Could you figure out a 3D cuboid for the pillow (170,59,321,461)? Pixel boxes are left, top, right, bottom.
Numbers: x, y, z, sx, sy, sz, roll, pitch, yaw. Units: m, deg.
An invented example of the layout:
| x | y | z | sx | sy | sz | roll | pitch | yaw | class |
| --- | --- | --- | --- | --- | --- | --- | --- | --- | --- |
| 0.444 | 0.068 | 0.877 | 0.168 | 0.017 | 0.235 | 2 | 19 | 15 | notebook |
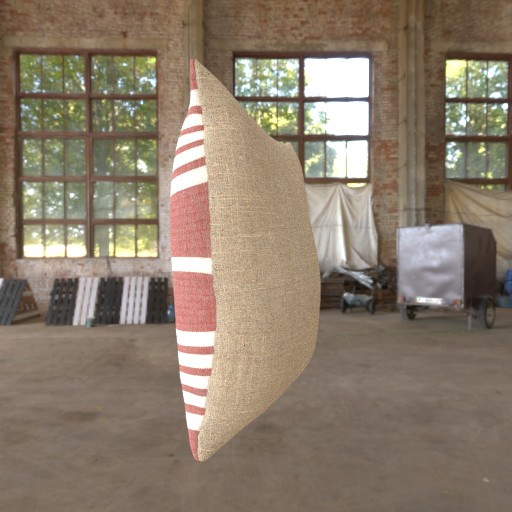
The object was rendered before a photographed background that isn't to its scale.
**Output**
| x | y | z | sx | sy | sz | roll | pitch | yaw | class |
| --- | --- | --- | --- | --- | --- | --- | --- | --- | --- |
| 0.000 | 0.000 | 0.663 | 0.182 | 0.427 | 0.439 | 0 | 1 | 18 | pillow |
